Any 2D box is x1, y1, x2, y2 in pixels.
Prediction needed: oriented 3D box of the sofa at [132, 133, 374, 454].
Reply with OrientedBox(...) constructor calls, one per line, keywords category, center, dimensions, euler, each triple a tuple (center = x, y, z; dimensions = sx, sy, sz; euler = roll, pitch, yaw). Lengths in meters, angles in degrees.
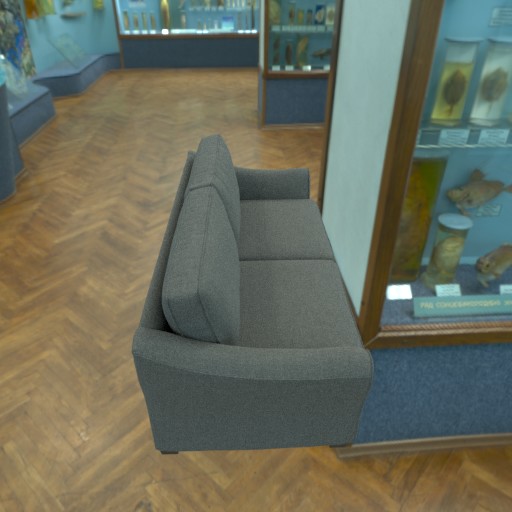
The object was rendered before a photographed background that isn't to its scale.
OrientedBox(category="sofa", center=(0.000, 0.000, 2.737), dimensions=(1.013, 0.976, 2.203), euler=(-1, 33, -1))
